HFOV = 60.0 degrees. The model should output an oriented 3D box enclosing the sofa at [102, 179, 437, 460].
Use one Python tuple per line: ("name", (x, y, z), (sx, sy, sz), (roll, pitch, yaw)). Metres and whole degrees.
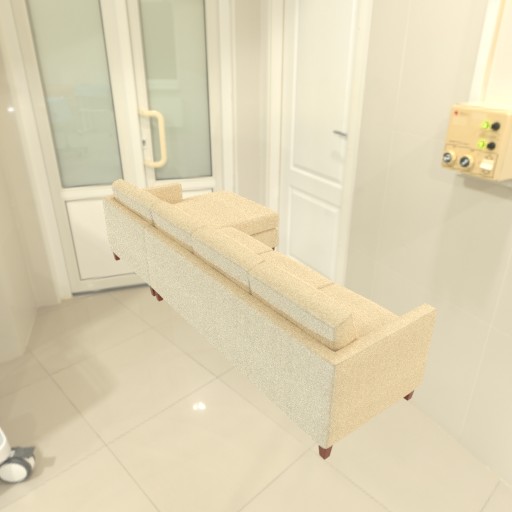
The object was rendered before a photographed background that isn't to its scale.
("sofa", (0.000, 0.000, 4.054), (1.603, 0.954, 3.471), (-18, 31, -33))
